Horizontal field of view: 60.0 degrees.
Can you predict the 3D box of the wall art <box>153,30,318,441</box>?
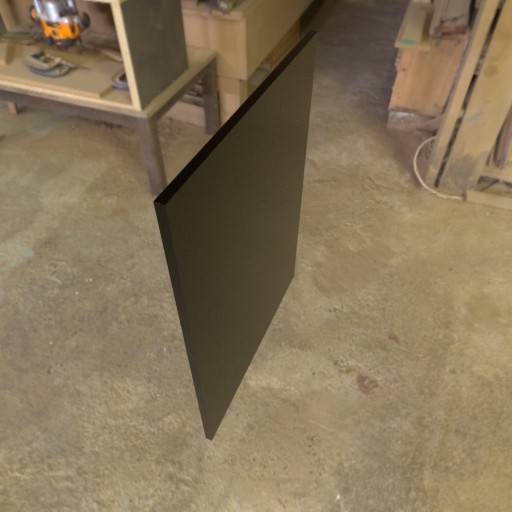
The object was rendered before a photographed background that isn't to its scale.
[{"bbox_3d":[0.000,0.000,0.758,0.013,0.582,0.442,18,50,16],"label":"wall art"}]
